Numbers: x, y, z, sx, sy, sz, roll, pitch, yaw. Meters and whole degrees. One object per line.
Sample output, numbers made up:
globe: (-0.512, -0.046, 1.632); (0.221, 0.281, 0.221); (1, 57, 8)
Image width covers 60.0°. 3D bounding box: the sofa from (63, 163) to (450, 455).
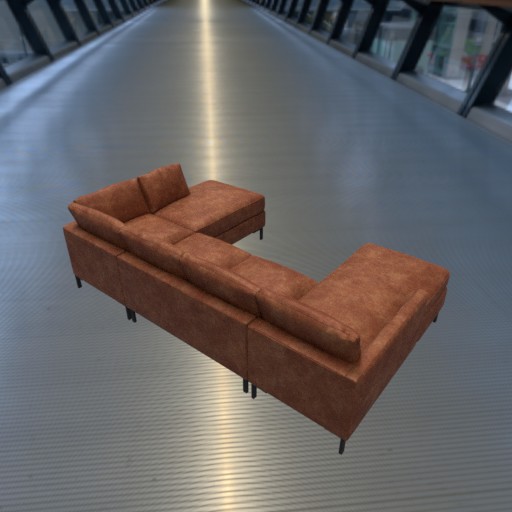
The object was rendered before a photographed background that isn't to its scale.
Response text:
sofa: (0.000, 0.000, 3.899); (2.956, 0.900, 1.939); (22, 37, 32)
